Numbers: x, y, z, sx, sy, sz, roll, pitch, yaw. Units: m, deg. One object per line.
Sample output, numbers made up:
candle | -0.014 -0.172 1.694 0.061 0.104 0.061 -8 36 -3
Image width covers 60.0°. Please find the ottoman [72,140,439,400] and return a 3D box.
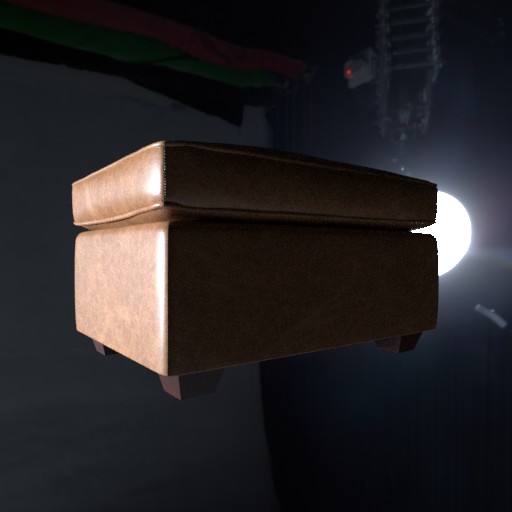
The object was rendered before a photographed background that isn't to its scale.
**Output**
ottoman | 0.000 0.000 1.094 0.756 0.468 0.554 0 1 -36
